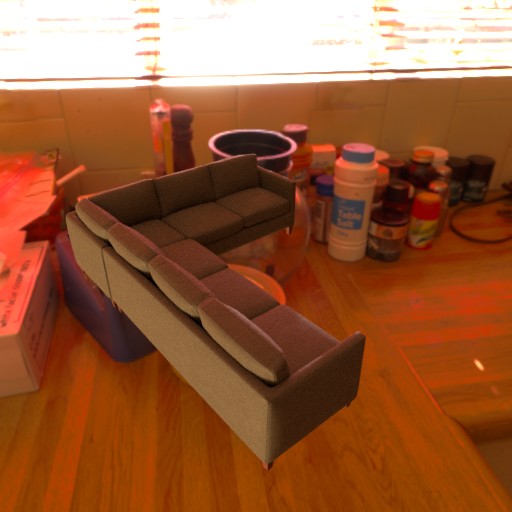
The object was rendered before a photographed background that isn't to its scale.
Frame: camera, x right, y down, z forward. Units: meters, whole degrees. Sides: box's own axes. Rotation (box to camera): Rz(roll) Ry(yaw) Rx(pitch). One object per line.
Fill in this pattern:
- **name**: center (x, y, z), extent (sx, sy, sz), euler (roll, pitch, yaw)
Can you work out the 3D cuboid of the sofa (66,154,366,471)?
- **sofa**: center (0.000, 0.000, 4.440), extent (2.593, 0.947, 3.302), euler (-23, 38, -33)
